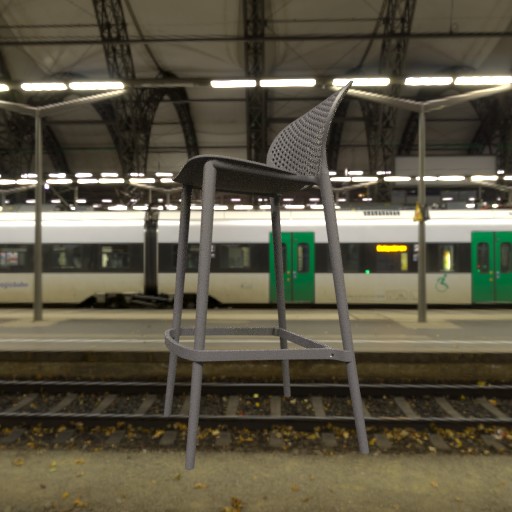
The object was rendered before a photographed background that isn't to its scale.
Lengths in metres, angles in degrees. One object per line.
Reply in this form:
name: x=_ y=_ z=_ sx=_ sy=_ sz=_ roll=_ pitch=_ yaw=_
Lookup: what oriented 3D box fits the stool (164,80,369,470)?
stool: x=0.000 y=0.000 z=1.348 sx=0.535 sy=1.045 sz=0.536 roll=0 pitch=-1 yaw=-19
